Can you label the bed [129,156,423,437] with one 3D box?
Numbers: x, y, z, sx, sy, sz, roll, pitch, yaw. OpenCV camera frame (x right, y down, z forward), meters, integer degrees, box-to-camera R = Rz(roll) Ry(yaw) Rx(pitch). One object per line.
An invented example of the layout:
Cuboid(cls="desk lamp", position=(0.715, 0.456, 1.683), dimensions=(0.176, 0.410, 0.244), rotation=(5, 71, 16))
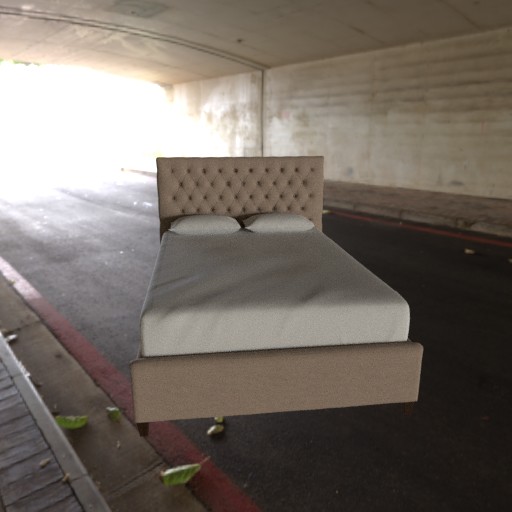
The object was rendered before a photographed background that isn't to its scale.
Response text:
Cuboid(cls="bed", position=(0.000, 0.000, 3.533), dimensions=(1.698, 1.427, 2.387), rotation=(-2, 16, -7))
